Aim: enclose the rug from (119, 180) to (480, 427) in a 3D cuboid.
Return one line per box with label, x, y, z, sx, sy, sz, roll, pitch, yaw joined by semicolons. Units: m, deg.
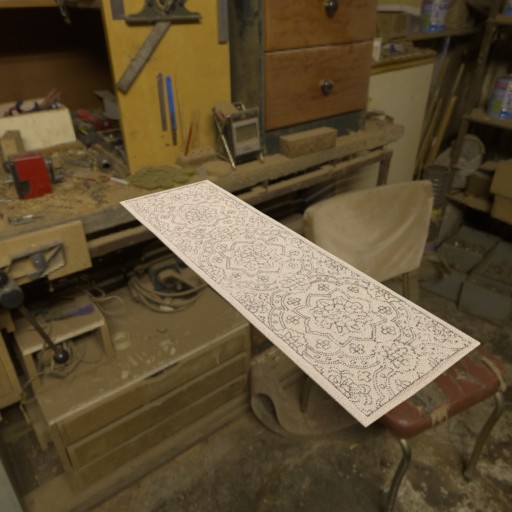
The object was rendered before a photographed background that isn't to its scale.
rug;0.000;0.000;2.668;0.769;0.012;2.448;-21;37;-30
